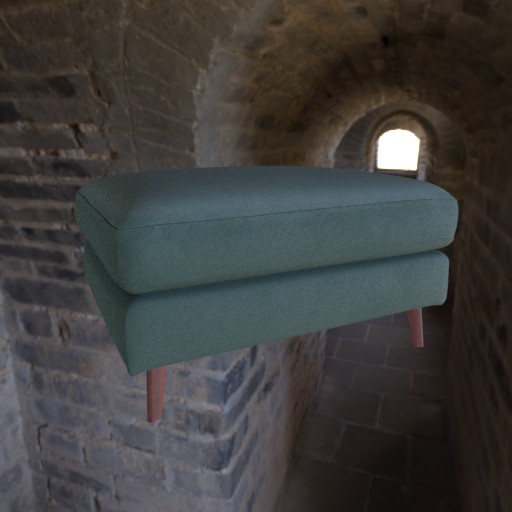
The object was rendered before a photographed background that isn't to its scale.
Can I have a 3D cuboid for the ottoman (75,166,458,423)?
[{"bbox_3d":[0.000,0.000,1.142,0.811,0.449,0.608,-7,16,-26],"label":"ottoman"}]
